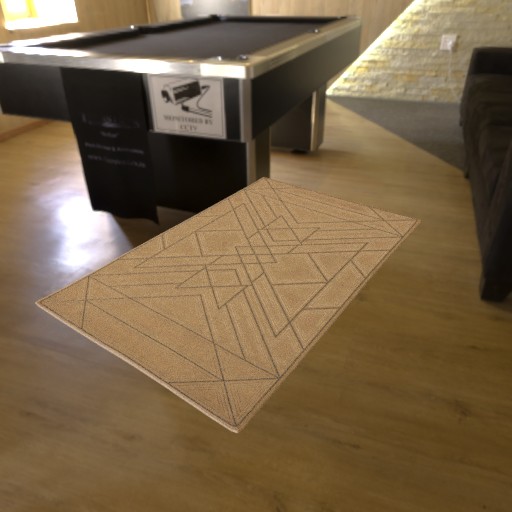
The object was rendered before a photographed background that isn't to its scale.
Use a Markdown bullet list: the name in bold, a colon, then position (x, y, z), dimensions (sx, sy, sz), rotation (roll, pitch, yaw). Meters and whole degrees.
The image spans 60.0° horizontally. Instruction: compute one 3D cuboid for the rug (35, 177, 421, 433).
- **rug**: position (0.000, 0.000, 3.161), dimensions (1.575, 0.023, 2.459), rotation (21, 38, 30)
